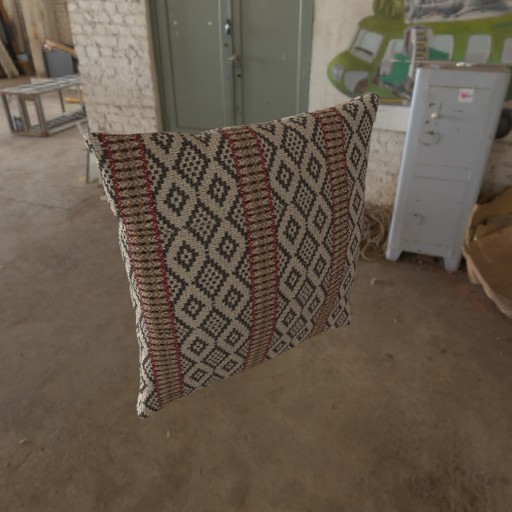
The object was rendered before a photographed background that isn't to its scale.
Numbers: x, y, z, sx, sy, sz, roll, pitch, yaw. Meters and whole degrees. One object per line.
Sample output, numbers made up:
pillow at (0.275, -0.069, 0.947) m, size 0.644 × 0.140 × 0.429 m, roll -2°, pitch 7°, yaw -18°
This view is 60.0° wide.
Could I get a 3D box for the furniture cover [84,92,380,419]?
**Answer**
furniture cover at (0.000, 0.000, 0.785) m, size 0.503 × 0.506 × 0.182 m, roll -18°, pitch 34°, yaw -28°
